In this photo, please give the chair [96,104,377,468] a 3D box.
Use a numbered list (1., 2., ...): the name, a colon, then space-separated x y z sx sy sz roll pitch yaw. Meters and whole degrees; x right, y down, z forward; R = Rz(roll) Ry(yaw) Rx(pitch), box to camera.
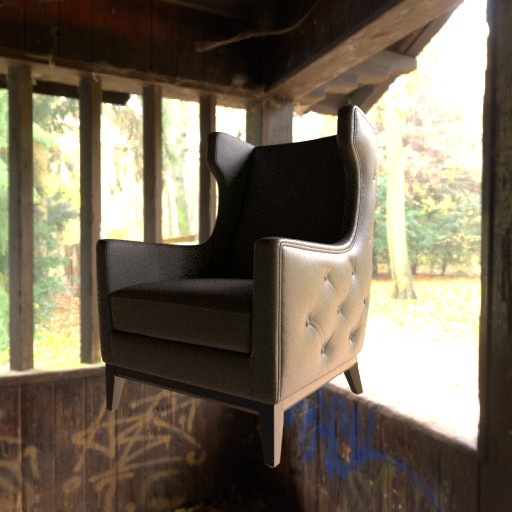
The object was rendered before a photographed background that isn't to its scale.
1. chair: 0.000 0.000 1.668 0.769 1.079 0.899 1 2 36
